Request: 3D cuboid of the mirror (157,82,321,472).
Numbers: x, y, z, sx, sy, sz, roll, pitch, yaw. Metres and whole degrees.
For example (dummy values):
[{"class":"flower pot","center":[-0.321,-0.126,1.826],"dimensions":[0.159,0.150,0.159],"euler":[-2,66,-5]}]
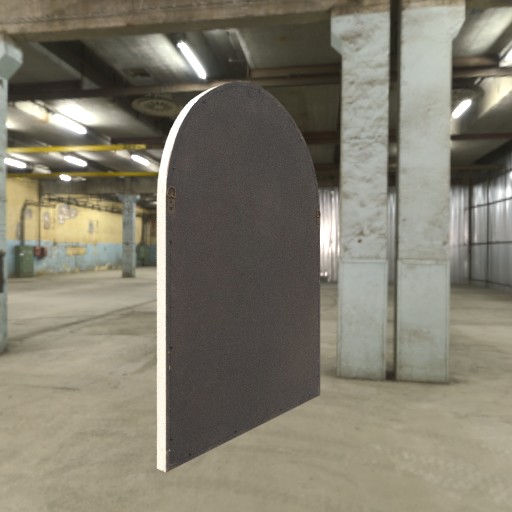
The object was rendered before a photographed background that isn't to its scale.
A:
[{"class":"mirror","center":[0.000,0.000,1.211],"dimensions":[0.032,0.920,0.660],"euler":[0,0,38]}]
